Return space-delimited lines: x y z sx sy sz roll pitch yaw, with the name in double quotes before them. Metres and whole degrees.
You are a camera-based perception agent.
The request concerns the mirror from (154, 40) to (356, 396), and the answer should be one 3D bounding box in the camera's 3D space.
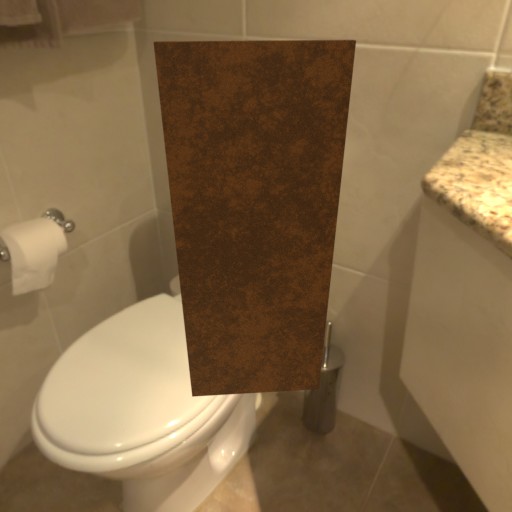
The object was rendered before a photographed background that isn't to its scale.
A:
"mirror" 0.000 0.000 2.316 0.812 2.031 0.032 -2 32 -4
